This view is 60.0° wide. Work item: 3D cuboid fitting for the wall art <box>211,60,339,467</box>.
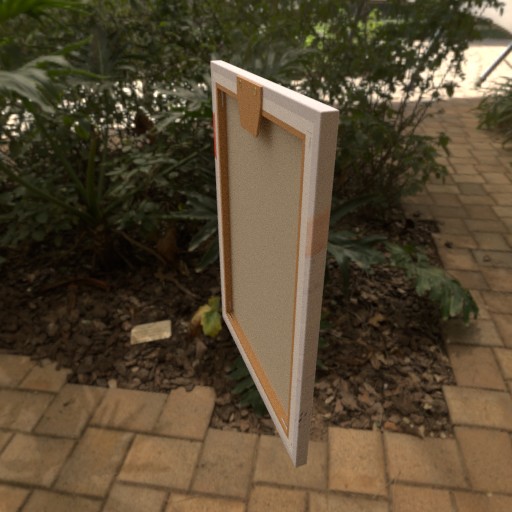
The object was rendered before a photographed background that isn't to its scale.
[{"bbox_3d":[0.000,0.000,1.350,0.045,1.014,0.759,-10,32,-17],"label":"wall art"}]
